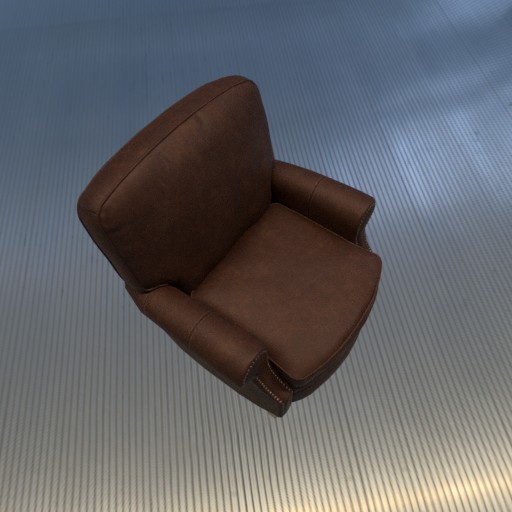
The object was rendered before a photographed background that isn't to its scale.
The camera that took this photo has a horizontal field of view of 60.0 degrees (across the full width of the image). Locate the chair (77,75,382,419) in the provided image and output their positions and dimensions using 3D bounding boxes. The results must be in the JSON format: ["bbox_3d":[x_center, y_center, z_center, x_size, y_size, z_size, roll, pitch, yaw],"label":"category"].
[{"bbox_3d":[0.000,0.000,1.771,0.986,1.018,0.936,32,64,18],"label":"chair"}]
